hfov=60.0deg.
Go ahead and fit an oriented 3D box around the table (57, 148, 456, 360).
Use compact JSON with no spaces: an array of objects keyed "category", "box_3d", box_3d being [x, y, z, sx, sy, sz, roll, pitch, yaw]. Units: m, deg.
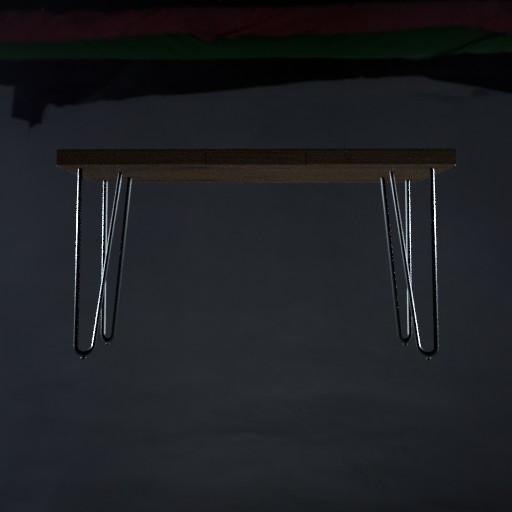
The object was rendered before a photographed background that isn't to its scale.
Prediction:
[{"category":"table","box_3d":[0.000,0.000,1.933,1.570,0.834,0.425,0,0,0]}]
